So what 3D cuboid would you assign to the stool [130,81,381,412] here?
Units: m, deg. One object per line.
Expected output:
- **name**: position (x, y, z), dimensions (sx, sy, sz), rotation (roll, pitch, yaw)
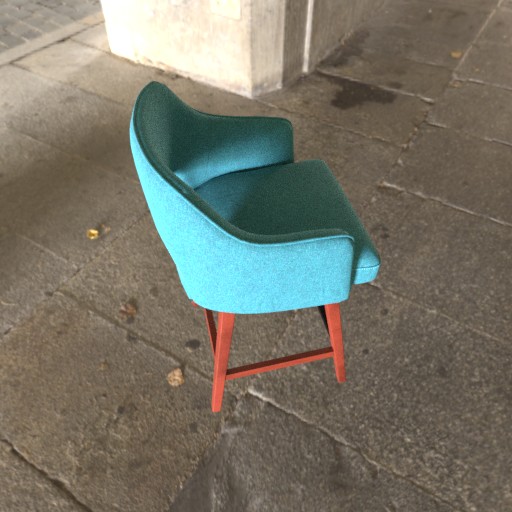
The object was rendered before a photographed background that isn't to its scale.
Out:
- **stool**: position (0.000, 0.000, 1.321), dimensions (0.556, 0.961, 0.548), rotation (-10, 49, -9)
